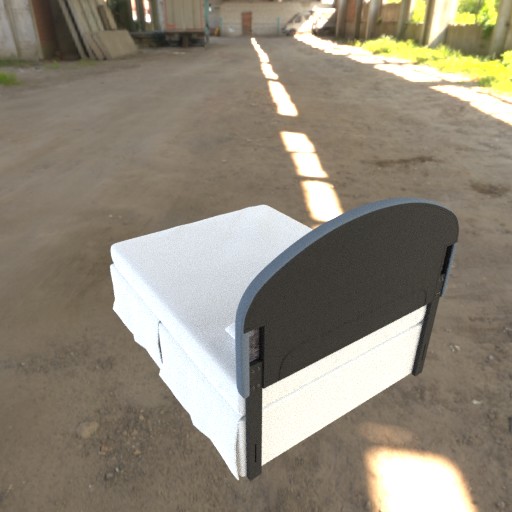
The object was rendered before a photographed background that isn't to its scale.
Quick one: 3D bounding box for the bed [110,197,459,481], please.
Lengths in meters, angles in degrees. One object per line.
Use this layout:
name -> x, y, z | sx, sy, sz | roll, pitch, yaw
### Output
bed -> 0.000, 0.000, 3.108 | 1.607, 1.410, 2.005 | -18, 34, -30
